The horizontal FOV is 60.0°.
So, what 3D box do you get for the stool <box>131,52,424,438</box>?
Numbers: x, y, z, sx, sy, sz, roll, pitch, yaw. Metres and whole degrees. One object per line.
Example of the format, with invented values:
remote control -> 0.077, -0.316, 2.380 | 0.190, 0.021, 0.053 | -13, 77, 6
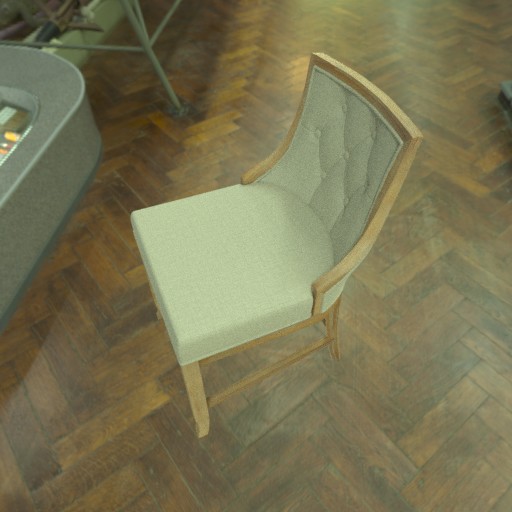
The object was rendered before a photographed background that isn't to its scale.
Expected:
stool -> 0.000, 0.000, 1.316 | 0.626, 0.938, 0.524 | -18, 50, -15
